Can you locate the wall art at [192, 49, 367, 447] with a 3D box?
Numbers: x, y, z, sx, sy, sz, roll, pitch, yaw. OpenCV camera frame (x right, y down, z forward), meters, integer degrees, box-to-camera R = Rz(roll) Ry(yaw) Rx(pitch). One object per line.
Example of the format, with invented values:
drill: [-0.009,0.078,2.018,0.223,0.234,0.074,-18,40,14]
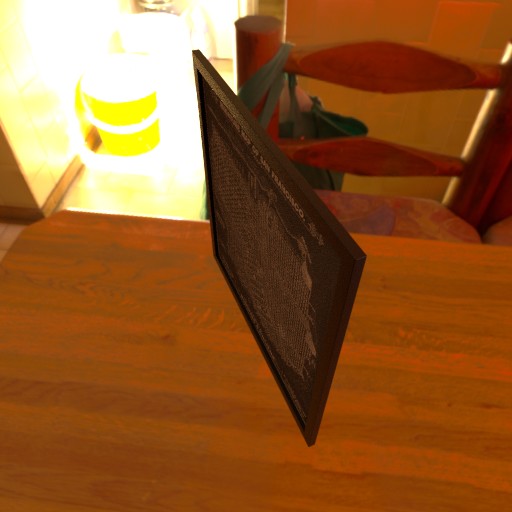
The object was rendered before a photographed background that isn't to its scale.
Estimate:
wall art: [0.000,0.000,0.693,0.012,0.458,0.457,-18,50,-15]
